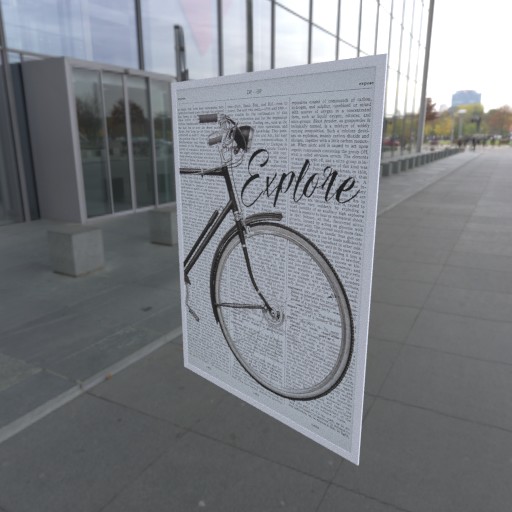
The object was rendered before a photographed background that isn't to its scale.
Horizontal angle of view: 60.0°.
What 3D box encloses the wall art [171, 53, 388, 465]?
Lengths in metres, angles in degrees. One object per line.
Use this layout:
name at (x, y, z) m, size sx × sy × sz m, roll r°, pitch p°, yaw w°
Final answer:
wall art at (0.000, 0.000, 0.786) m, size 0.457 × 0.610 × 0.003 m, roll 14°, pitch 20°, yaw 42°
